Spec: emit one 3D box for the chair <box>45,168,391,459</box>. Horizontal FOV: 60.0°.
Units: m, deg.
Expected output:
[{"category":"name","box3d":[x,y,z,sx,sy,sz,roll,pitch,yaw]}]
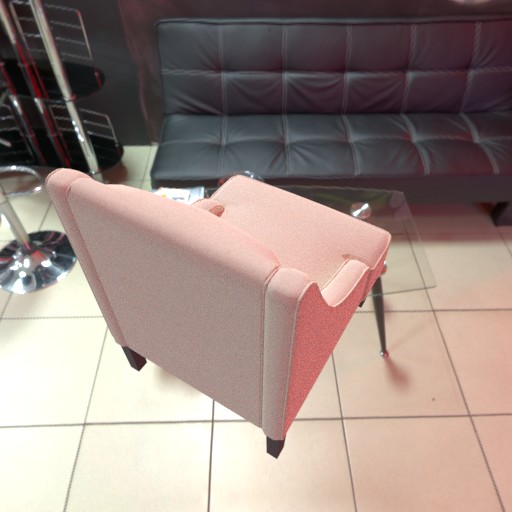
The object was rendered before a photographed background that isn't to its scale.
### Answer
[{"category":"chair","box3d":[0.000,0.000,1.443,0.689,0.886,0.806,25,52,21]}]
